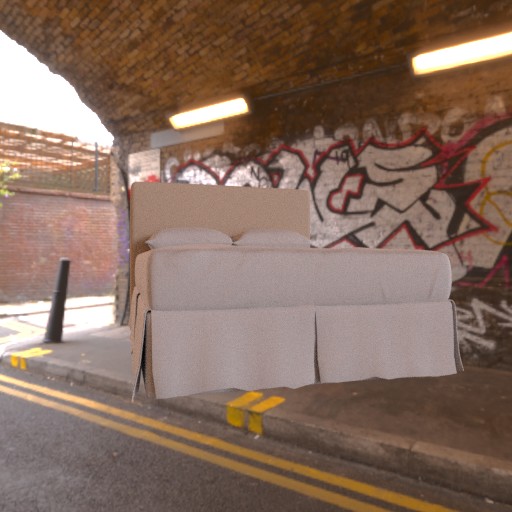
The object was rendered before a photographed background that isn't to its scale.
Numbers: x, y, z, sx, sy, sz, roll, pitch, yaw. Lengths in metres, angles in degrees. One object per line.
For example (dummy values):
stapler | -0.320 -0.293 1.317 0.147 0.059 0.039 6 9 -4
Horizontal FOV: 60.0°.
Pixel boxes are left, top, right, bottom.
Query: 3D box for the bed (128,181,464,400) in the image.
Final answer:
bed | 0.000 0.000 3.149 1.748 1.330 2.142 0 -1 -17
